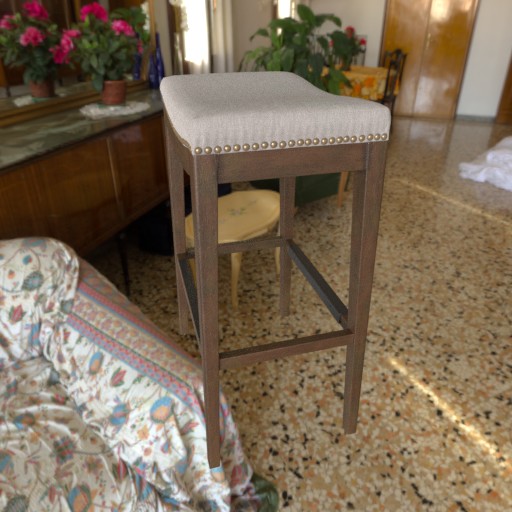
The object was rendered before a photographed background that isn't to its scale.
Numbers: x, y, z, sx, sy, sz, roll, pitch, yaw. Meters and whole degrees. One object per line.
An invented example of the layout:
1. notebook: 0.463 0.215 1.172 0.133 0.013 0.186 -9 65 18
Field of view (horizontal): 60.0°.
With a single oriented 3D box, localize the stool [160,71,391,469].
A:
1. stool: 0.000 0.000 1.050 0.356 0.762 0.508 -8 30 -14
